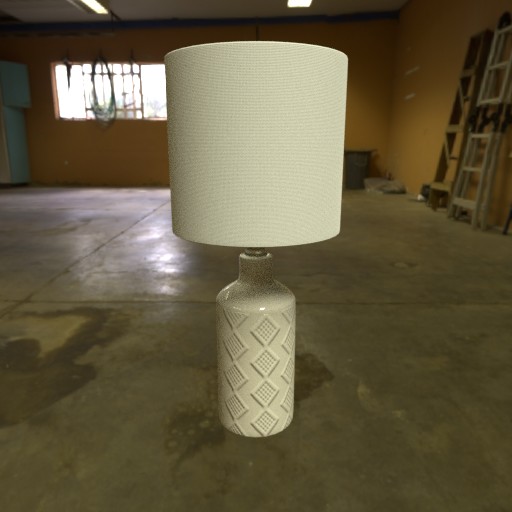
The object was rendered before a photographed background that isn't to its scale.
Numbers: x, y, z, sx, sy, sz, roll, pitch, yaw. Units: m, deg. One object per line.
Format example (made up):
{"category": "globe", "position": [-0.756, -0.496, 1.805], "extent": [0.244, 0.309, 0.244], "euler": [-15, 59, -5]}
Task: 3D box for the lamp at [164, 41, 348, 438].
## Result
{"category": "lamp", "position": [0.000, 0.000, 0.565], "extent": [0.207, 0.461, 0.207], "euler": [-14, 20, -43]}
